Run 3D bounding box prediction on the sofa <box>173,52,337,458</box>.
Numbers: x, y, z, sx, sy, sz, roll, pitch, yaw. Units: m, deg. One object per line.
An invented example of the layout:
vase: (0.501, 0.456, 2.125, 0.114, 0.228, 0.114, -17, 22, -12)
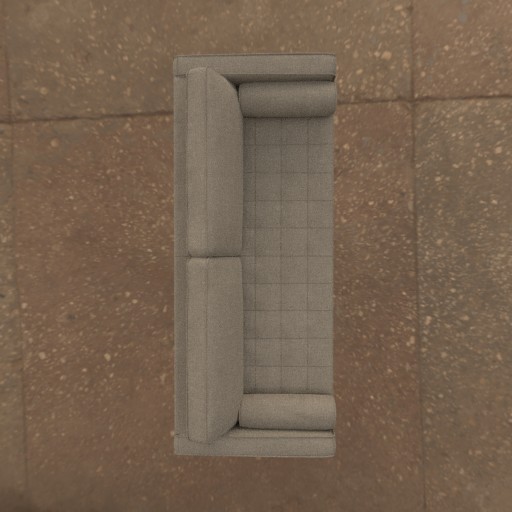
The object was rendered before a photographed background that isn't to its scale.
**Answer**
sofa: (0.000, 0.000, 2.591, 0.914, 0.762, 2.211, 0, 91, 1)
